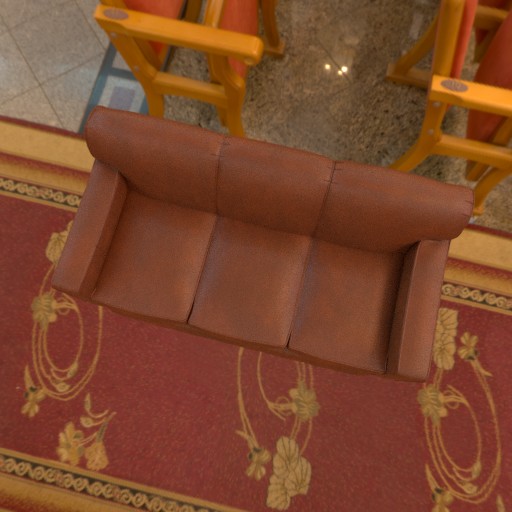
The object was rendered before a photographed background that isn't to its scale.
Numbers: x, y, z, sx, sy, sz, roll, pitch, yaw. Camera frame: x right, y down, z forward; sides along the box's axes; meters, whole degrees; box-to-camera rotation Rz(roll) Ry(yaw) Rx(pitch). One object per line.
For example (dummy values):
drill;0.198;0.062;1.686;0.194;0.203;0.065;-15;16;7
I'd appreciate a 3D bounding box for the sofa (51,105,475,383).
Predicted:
sofa;0.000;0.000;2.534;2.039;0.953;1.008;14;76;4
